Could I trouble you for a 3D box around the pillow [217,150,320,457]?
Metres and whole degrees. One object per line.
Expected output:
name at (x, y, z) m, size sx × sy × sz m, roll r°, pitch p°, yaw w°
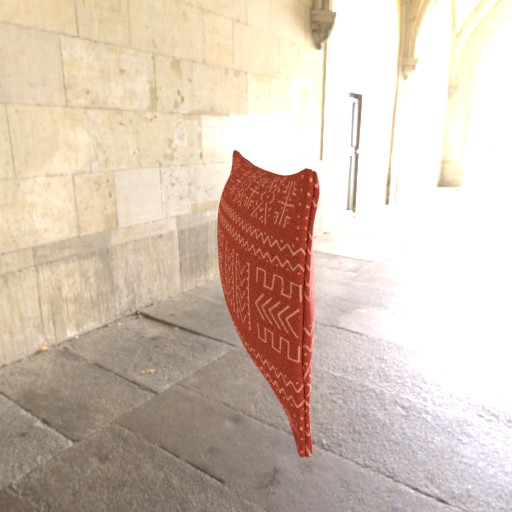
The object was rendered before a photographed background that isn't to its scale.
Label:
pillow at (0.000, 0.000, 0.796) m, size 0.130 × 0.352 × 0.640 m, roll -3°, pitch 16°, yaw -9°
